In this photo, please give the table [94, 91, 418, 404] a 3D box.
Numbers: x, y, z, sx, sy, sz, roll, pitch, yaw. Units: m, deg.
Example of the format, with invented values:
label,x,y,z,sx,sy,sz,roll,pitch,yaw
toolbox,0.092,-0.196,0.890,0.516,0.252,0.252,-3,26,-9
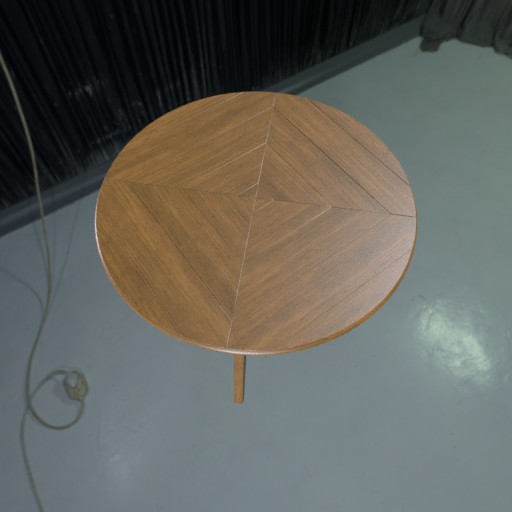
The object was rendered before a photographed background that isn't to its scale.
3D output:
label,x,y,z,sx,sy,sz,roll,pitch,yaw
table,0.000,0.000,1.785,1.055,0.757,1.055,0,59,0
